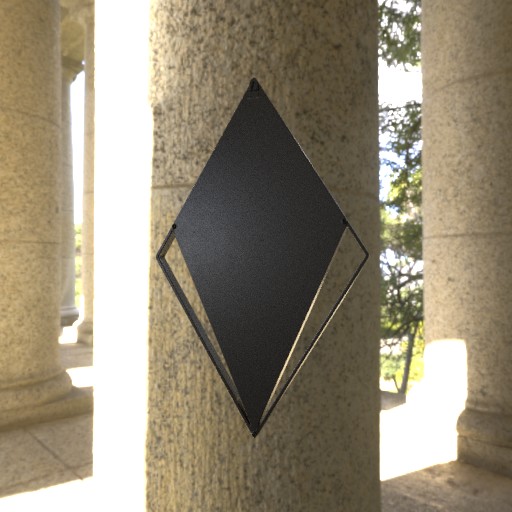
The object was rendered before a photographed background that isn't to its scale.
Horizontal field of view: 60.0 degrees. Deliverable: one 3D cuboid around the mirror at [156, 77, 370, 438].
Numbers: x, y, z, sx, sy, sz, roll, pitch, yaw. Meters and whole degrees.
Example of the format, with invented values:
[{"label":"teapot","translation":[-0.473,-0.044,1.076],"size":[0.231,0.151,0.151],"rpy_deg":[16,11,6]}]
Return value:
[{"label":"mirror","translation":[0.000,0.000,0.844],"size":[0.419,0.679,0.032],"rpy_deg":[0,-2,18]}]
